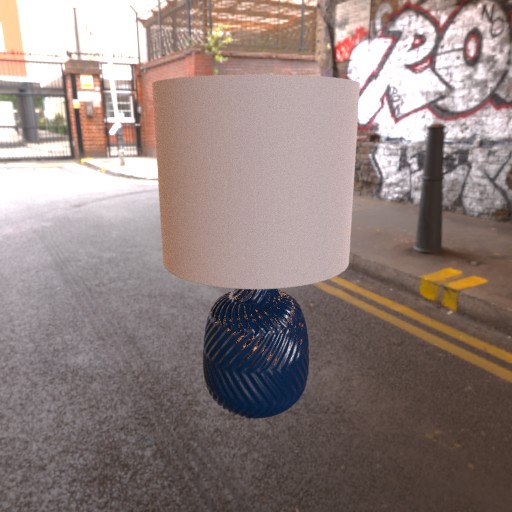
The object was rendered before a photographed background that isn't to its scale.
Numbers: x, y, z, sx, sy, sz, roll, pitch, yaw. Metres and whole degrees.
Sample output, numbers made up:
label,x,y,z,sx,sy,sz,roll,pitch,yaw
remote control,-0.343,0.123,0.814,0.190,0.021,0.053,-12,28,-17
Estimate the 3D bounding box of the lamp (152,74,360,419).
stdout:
label,x,y,z,sx,sy,sz,roll,pitch,yaw
lamp,0.000,0.000,0.494,0.203,0.368,0.203,2,17,8
